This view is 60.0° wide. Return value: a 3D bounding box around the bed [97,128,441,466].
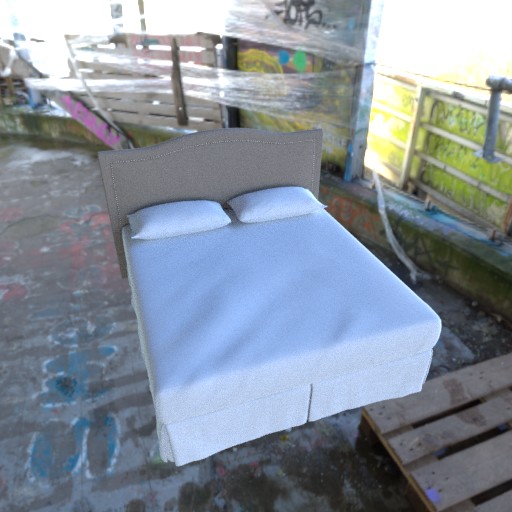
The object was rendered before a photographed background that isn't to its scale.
[{"bbox_3d":[0.000,0.000,3.474,2.083,1.421,2.182,-11,34,-16],"label":"bed"}]
